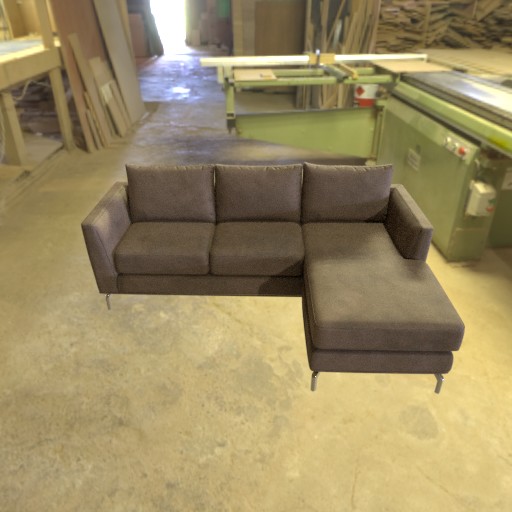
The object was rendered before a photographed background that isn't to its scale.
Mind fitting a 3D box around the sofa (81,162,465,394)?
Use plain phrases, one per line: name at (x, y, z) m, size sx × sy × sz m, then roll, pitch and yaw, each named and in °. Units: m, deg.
sofa at (0.000, 0.000, 3.188) m, size 2.438 × 0.987 × 1.622 m, roll 1°, pitch 30°, yaw 1°
